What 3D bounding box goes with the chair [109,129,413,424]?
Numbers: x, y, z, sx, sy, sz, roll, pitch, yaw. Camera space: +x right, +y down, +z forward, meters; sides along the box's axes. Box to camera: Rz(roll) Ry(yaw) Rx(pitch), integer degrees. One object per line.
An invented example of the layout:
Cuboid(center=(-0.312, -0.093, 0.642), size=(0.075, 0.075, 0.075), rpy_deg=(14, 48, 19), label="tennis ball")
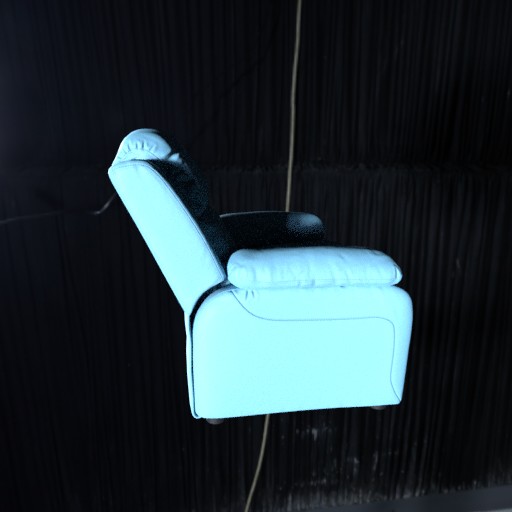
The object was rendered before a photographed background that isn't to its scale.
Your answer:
Cuboid(center=(0.000, 0.000, 1.278), size=(0.709, 0.702, 0.680), rpy_deg=(-3, 15, -9), label="chair")
